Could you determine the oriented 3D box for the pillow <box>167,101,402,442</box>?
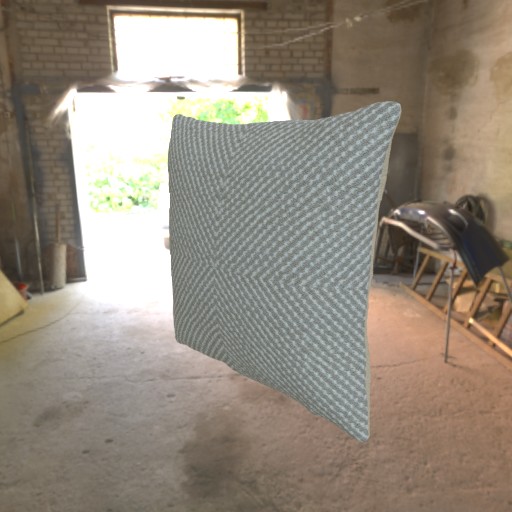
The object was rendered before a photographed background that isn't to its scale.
[{"bbox_3d":[0.000,0.000,0.723,0.181,0.458,0.459,-15,21,-43],"label":"pillow"}]
